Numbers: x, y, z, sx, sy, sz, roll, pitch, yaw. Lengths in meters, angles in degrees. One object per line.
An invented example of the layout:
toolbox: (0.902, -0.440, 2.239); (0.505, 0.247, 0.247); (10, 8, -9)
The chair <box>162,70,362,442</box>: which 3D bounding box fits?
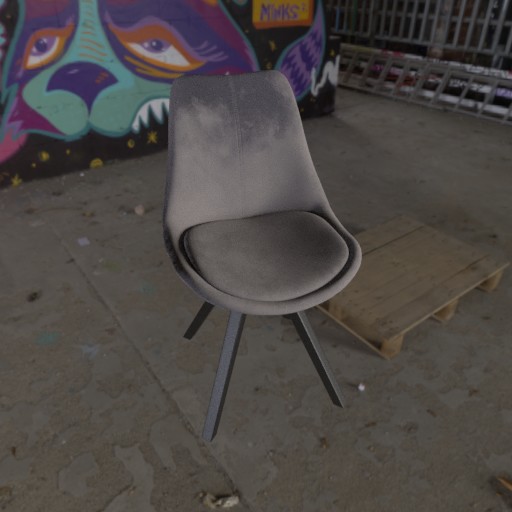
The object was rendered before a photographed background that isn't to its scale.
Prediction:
chair: (0.000, 0.000, 1.204); (0.476, 0.850, 0.550); (-9, 34, -14)
